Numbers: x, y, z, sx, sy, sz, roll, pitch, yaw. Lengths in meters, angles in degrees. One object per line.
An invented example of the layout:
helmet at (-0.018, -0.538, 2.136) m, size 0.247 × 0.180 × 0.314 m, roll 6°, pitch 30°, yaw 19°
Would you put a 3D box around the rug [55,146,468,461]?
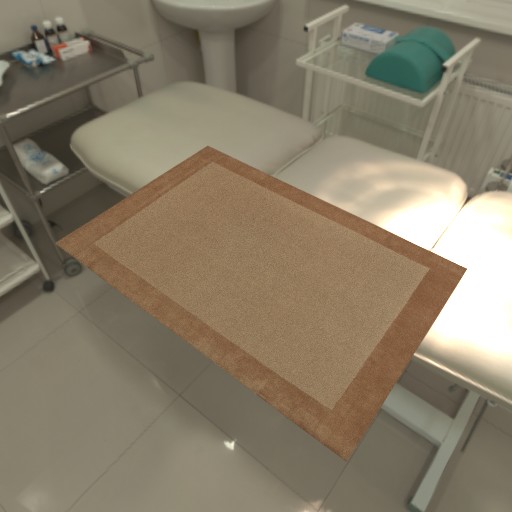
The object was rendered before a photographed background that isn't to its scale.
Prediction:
rug at (0.000, 0.000, 2.354) m, size 1.829 × 0.014 × 1.219 m, roll 30°, pitch 54°, yaw 25°
